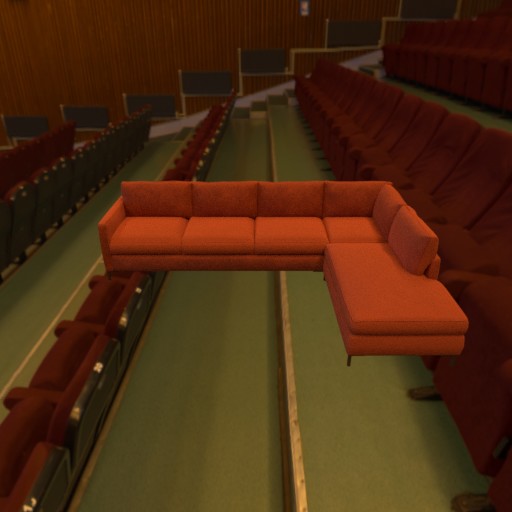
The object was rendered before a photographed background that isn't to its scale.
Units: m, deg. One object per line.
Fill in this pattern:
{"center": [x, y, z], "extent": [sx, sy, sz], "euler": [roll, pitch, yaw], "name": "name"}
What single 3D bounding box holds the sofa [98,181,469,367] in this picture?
{"center": [0.000, 0.000, 3.633], "extent": [2.736, 0.757, 1.879], "euler": [0, 27, 0], "name": "sofa"}
